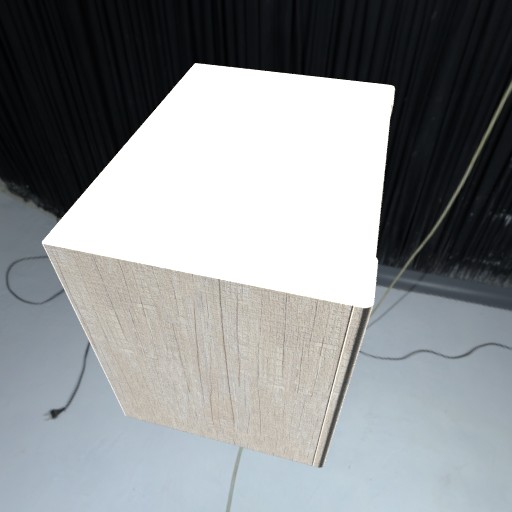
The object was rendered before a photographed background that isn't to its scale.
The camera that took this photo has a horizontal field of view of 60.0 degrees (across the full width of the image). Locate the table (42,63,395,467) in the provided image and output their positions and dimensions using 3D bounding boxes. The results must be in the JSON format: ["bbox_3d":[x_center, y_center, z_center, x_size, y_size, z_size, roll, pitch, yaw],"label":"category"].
[{"bbox_3d":[0.000,0.000,0.905,0.420,0.510,0.570,11,47,10],"label":"table"}]
